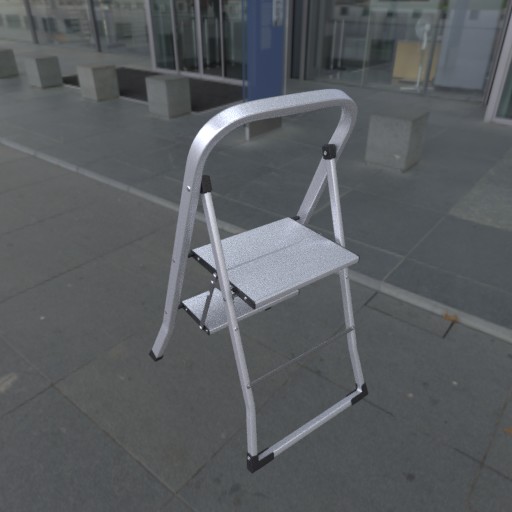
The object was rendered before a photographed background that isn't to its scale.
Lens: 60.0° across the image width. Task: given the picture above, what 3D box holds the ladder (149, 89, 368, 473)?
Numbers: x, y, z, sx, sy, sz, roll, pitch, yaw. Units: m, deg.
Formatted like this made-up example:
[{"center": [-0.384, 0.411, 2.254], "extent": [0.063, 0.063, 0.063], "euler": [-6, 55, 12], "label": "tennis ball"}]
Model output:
[{"center": [0.000, 0.000, 1.139], "extent": [0.465, 0.830, 0.530], "euler": [-21, 37, -30], "label": "ladder"}]
